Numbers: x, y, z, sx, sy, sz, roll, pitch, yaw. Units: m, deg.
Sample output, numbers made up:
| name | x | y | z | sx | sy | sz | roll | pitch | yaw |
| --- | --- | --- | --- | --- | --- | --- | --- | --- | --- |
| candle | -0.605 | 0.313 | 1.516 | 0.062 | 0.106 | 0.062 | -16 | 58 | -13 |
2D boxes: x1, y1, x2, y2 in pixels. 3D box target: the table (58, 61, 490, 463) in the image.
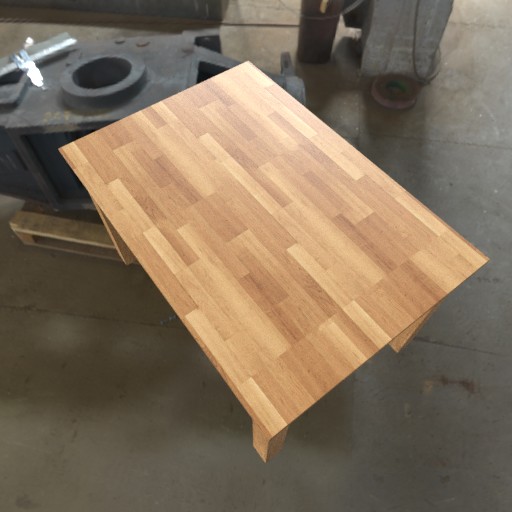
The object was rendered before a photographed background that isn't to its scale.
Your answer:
| name | x | y | z | sx | sy | sz | roll | pitch | yaw |
| --- | --- | --- | --- | --- | --- | --- | --- | --- | --- |
| table | 0.000 | 0.000 | 1.871 | 0.900 | 0.750 | 1.300 | -33 | 64 | -19 |
